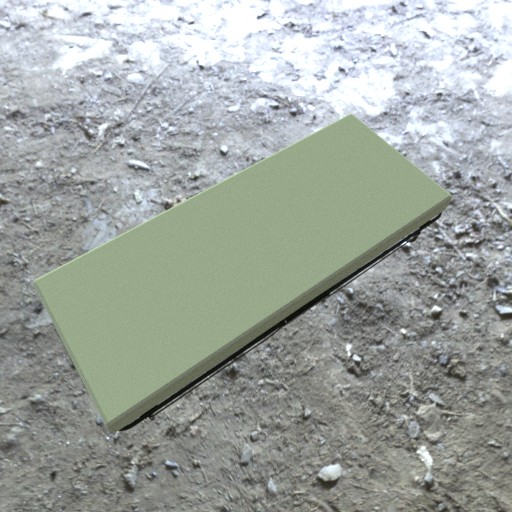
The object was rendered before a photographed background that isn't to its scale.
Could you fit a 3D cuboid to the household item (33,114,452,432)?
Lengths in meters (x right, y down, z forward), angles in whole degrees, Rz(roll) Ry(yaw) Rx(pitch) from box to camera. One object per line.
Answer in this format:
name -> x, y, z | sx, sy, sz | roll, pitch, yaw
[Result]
household item -> 0.000, 0.000, 2.190 | 1.905, 0.356, 0.787 | -31, 63, -18
